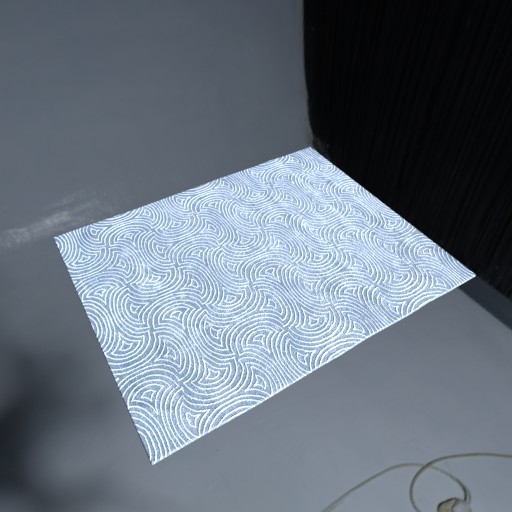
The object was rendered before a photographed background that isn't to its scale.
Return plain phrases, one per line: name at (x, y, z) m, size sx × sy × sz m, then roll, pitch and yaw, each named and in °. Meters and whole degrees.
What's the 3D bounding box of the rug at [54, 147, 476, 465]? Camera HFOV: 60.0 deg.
rug at (0.000, 0.000, 4.066) m, size 3.042 × 0.021 × 2.456 m, roll -24°, pitch 50°, yaw -22°
